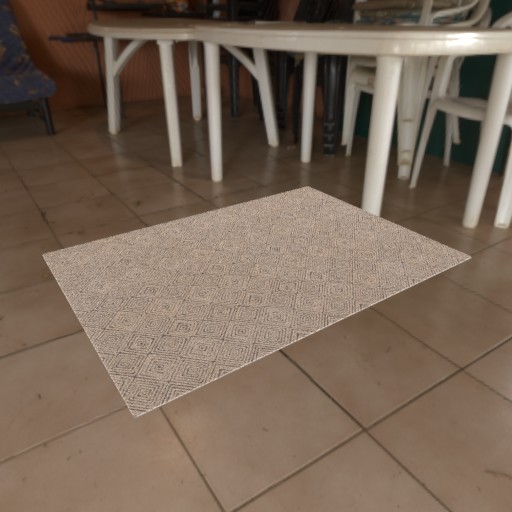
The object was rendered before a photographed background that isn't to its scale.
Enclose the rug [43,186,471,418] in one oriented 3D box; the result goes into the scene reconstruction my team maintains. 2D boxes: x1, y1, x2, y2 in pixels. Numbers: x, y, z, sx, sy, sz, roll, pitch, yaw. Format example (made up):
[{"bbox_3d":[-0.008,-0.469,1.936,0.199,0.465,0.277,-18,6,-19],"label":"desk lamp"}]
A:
[{"bbox_3d":[0.000,0.000,2.833,2.238,0.008,1.593,-18,34,-30],"label":"rug"}]
